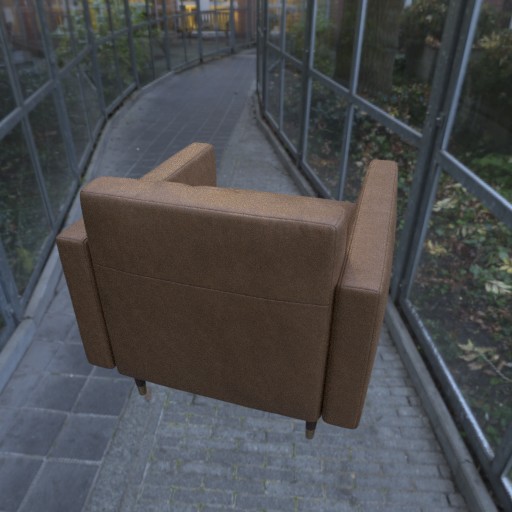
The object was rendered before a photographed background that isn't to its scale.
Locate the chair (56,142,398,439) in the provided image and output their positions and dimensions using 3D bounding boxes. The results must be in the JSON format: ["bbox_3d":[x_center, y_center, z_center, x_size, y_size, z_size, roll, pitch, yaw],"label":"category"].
[{"bbox_3d":[0.000,0.000,1.635,0.953,0.819,0.998,9,32,15],"label":"chair"}]
